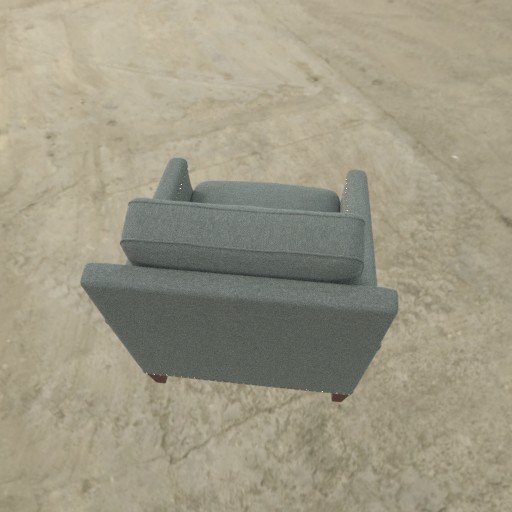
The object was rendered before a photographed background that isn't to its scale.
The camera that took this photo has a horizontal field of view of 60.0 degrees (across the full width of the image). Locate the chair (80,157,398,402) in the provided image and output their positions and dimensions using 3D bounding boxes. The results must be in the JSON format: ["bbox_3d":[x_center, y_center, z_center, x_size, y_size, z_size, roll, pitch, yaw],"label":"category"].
[{"bbox_3d":[0.000,0.000,1.803,0.885,1.031,1.031,5,47,4],"label":"chair"}]
